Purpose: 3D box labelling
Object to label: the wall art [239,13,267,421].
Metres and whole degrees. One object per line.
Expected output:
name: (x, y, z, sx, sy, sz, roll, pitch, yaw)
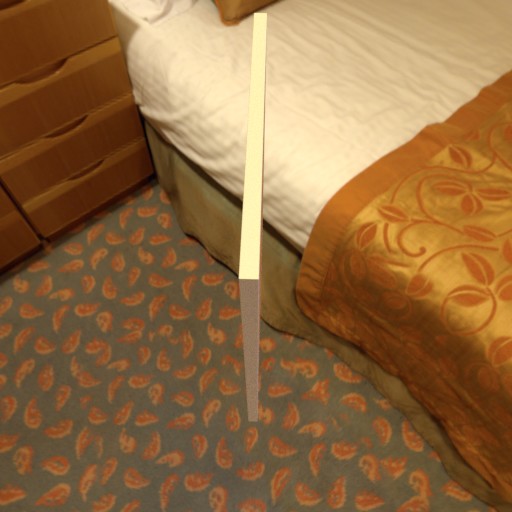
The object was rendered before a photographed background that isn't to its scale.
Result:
wall art: (0.000, 0.000, 0.547, 0.013, 0.433, 0.303, 1, 58, 1)
